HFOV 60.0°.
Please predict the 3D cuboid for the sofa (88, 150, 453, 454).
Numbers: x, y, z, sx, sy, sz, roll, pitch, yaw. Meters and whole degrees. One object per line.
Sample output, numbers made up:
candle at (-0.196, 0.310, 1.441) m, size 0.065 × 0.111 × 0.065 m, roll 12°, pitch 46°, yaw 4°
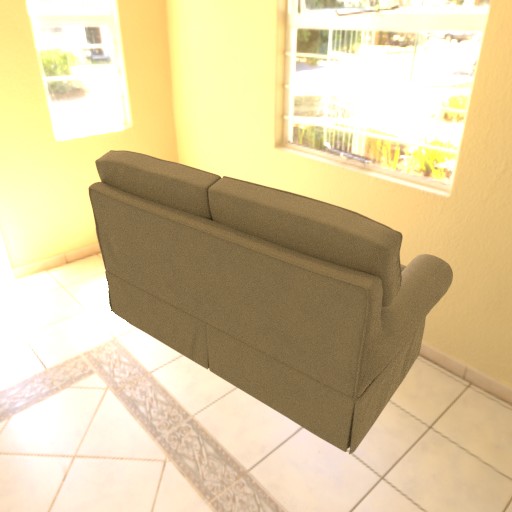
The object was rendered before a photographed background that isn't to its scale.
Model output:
sofa at (0.000, 0.000, 2.370) m, size 1.823 × 1.024 × 0.841 m, roll 21°, pitch 35°, yaw 33°
